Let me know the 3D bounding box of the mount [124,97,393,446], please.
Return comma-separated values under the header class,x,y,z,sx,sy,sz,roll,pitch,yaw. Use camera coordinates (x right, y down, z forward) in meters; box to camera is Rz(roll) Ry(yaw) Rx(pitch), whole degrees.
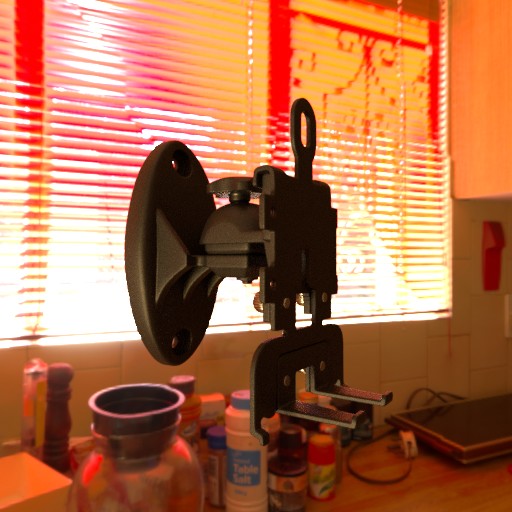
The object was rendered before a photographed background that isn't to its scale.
class,x,y,z,sx,sy,sz,roll,pitch,yaw
mount,0.000,0.000,0.179,0.100,0.118,0.066,0,-1,36
